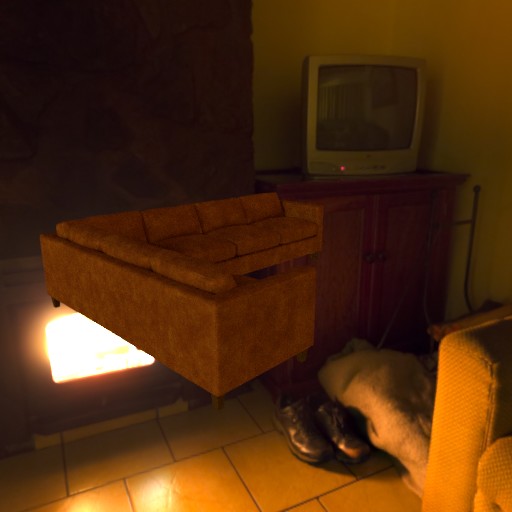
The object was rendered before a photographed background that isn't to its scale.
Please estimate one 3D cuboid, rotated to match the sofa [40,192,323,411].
[{"bbox_3d":[0.000,0.000,4.367,2.438,0.838,3.150,15,21,42],"label":"sofa"}]
